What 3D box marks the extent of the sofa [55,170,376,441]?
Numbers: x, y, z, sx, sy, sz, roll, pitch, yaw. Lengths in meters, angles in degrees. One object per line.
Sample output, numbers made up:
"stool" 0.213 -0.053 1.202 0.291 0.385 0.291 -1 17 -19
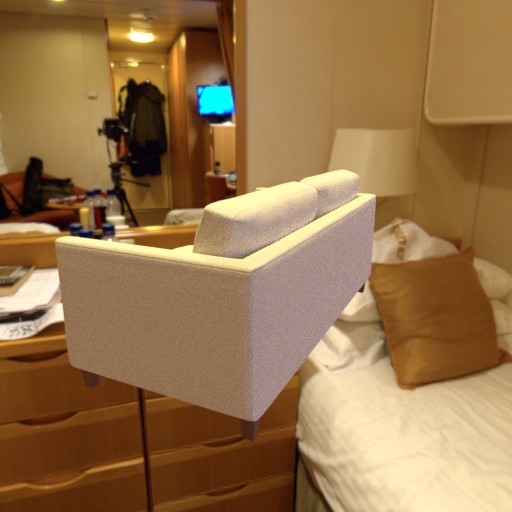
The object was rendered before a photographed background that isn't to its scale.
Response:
"sofa" 0.000 0.000 2.544 0.965 0.889 1.981 8 17 25
